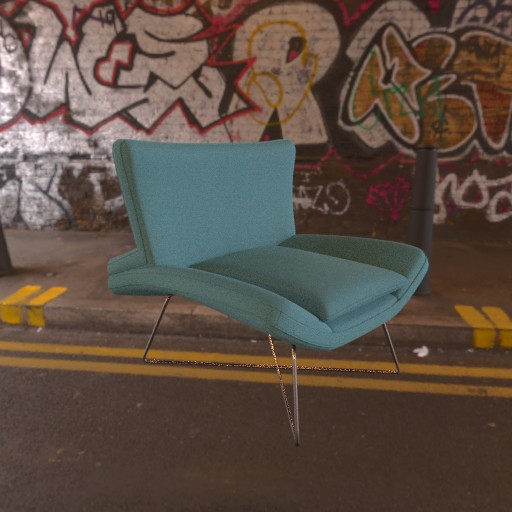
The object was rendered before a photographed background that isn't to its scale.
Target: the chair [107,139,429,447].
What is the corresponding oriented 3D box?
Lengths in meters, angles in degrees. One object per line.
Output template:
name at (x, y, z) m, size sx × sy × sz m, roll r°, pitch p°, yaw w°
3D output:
chair at (0.000, 0.000, 1.675) m, size 0.859 × 0.855 × 1.008 m, roll -14°, pitch 20°, yaw -43°
